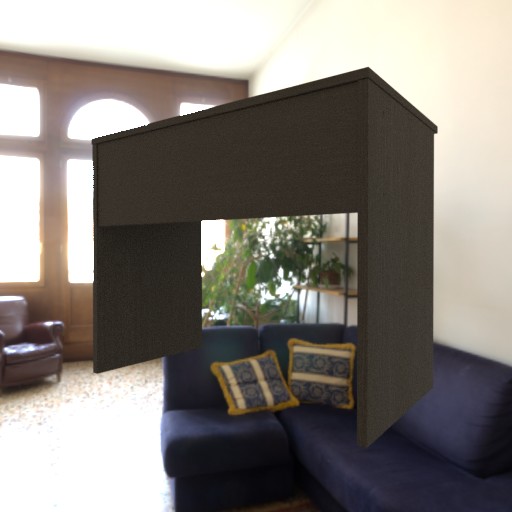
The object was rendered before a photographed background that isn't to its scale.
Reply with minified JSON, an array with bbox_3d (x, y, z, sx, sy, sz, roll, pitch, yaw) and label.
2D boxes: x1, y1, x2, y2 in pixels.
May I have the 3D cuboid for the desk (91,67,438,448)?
[{"bbox_3d":[0.000,0.000,1.304,0.893,0.724,0.498,0,1,36],"label":"desk"}]
